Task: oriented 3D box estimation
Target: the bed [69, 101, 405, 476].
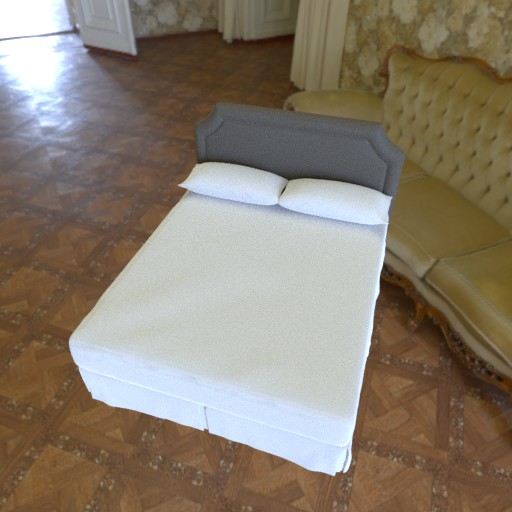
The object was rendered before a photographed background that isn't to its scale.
[{"bbox_3d":[0.000,0.000,3.778,2.194,1.561,2.536,12,42,14],"label":"bed"}]
